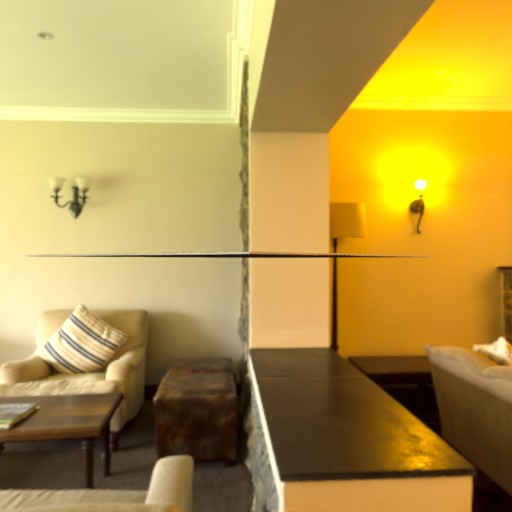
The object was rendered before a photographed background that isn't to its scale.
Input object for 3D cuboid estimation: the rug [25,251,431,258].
[{"bbox_3d":[0.000,0.000,4.408,2.449,0.019,3.357,0,-1,37],"label":"rug"}]
